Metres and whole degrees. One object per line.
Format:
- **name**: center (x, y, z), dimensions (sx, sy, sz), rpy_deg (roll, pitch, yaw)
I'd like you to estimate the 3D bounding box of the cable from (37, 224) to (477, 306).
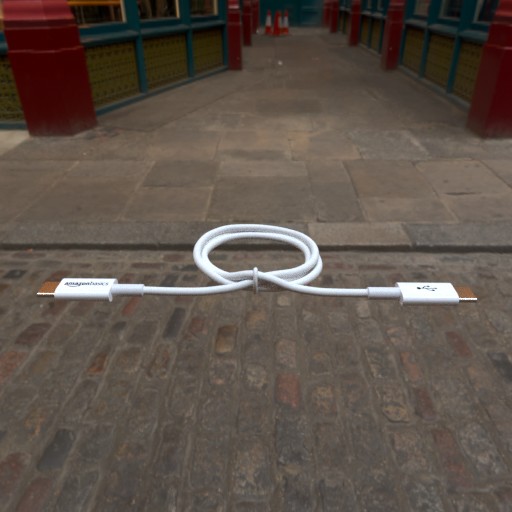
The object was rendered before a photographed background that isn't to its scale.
- **cable**: center (0.000, 0.000, 0.231), dimensions (0.203, 0.014, 0.070), rpy_deg (0, 31, 1)
